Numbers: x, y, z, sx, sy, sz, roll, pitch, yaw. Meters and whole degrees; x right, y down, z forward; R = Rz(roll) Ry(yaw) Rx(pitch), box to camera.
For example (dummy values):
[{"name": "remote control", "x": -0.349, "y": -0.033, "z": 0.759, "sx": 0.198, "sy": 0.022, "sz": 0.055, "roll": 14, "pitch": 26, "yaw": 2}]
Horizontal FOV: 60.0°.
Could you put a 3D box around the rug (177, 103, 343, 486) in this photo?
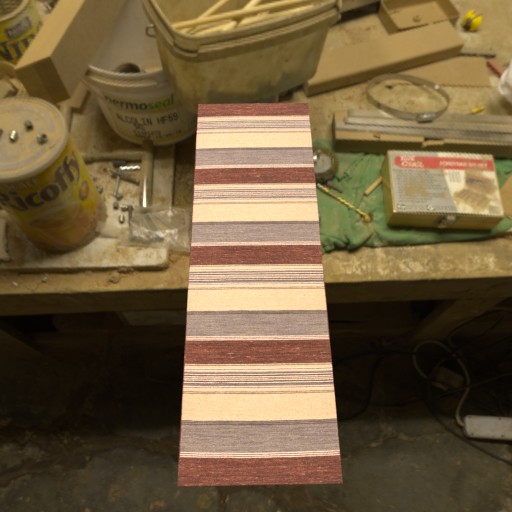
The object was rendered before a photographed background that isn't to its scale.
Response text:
[{"name": "rug", "x": 0.000, "y": 0.000, "z": 2.656, "sx": 0.792, "sy": 0.006, "sz": 2.437, "roll": -1, "pitch": 64, "yaw": 0}]
